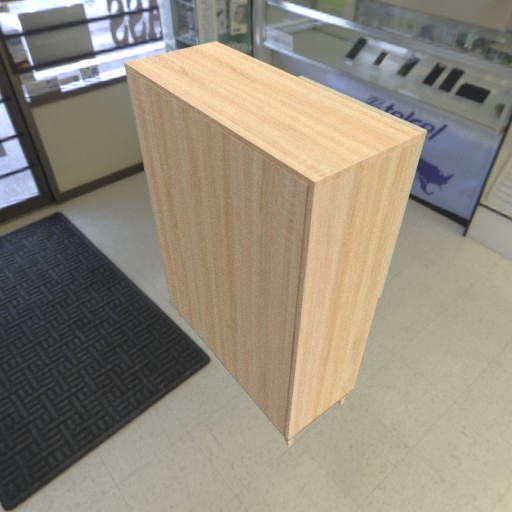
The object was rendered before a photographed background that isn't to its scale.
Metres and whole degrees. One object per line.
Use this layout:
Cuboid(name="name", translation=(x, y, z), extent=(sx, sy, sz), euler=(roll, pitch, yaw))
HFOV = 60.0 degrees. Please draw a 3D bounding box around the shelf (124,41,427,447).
Cuboid(name="shelf", translation=(0.000, 0.000, 1.868), extent=(0.434, 1.405, 0.995), euler=(-27, 49, -27))
